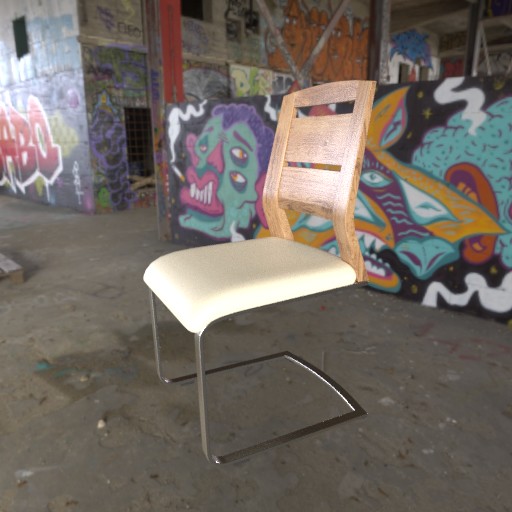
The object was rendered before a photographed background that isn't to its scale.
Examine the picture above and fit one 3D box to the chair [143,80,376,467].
[{"bbox_3d":[0.000,0.000,1.271,0.561,0.955,0.457,-7,16,-26],"label":"chair"}]
